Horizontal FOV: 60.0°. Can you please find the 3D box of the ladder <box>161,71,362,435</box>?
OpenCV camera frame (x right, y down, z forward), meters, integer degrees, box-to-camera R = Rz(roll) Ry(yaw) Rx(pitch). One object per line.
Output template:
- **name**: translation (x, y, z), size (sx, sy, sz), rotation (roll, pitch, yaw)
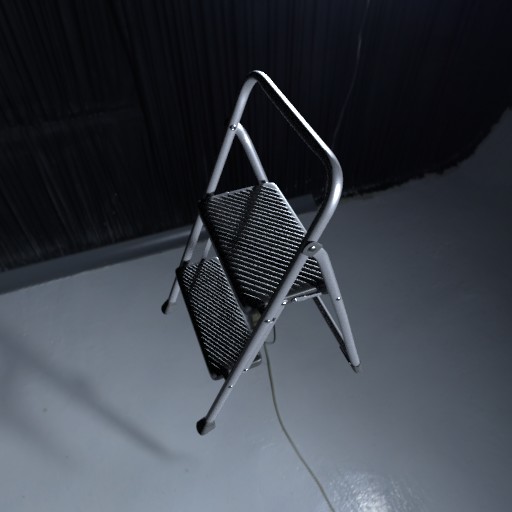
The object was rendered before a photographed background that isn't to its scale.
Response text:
- **ladder**: translation (0.000, 0.000, 1.030), size (0.472, 0.720, 0.430), rotation (-16, 50, -14)
